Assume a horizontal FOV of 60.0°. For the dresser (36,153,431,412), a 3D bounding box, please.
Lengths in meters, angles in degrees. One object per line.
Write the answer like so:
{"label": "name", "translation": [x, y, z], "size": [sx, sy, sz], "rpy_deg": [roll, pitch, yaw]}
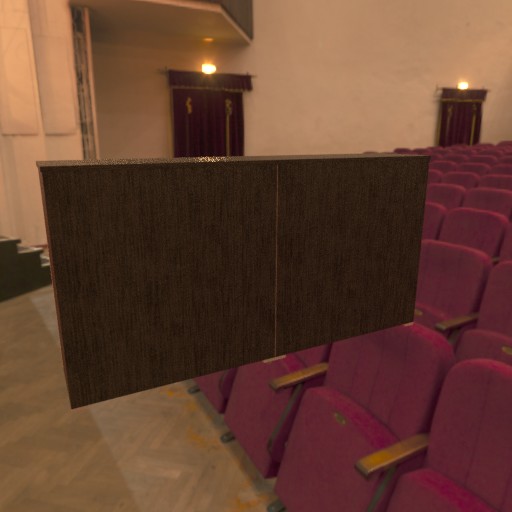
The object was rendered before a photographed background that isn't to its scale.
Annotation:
{"label": "dresser", "translation": [0.000, 0.000, 1.826], "size": [1.535, 0.790, 0.333], "rpy_deg": [-8, 17, -26]}
